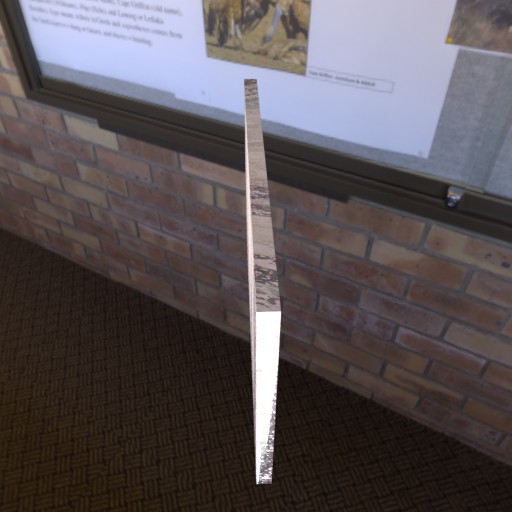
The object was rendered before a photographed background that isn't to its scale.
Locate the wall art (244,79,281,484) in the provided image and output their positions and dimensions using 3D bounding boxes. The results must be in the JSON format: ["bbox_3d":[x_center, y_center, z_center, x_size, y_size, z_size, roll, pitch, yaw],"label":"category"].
[{"bbox_3d":[0.000,0.000,1.175,0.038,0.598,0.919,-1,41,-2],"label":"wall art"}]
